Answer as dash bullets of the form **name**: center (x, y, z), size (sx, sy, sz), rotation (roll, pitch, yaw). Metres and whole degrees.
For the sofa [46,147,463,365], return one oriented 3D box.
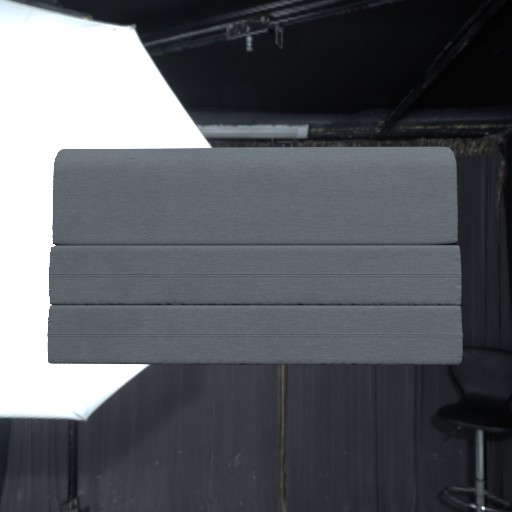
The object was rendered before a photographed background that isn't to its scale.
- **sofa**: center (0.000, 0.000, 1.683), size (1.225, 0.670, 0.762), rotation (0, -2, 1)
